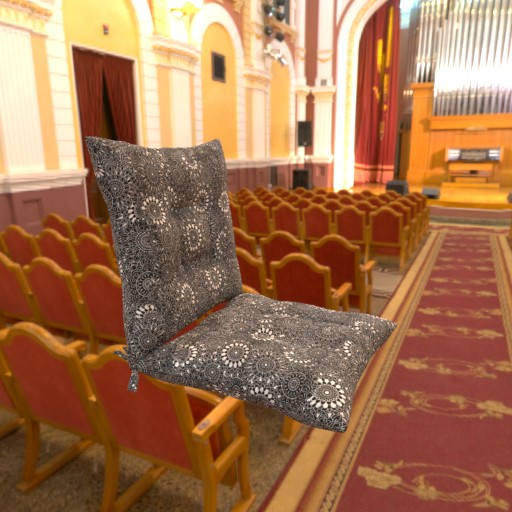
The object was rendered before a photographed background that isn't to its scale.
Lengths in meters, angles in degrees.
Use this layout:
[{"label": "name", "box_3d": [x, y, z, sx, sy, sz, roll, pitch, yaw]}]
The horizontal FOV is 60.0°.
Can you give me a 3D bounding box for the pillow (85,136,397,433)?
[{"label": "pillow", "box_3d": [0.000, 0.000, 1.026, 0.585, 0.536, 0.541, 7, 15, 25]}]
